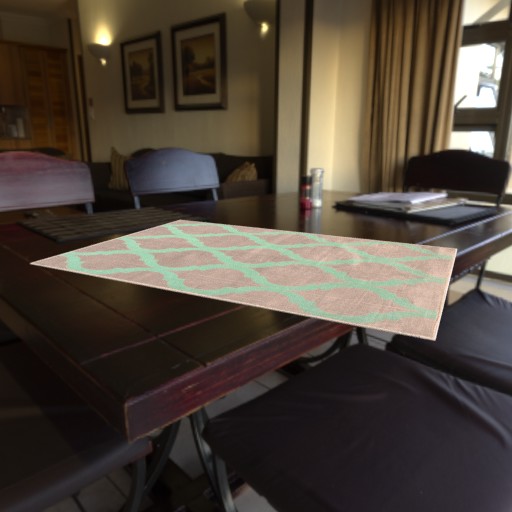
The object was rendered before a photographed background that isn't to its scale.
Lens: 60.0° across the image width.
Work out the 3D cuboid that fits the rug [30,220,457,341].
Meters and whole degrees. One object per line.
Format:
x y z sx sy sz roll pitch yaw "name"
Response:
0.000 0.000 2.838 2.286 0.006 1.524 8 17 25 "rug"
